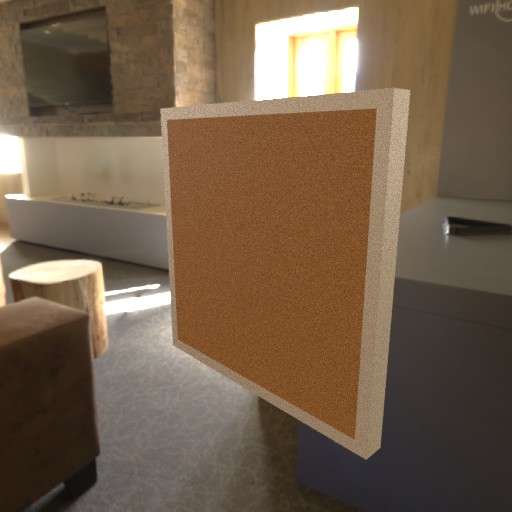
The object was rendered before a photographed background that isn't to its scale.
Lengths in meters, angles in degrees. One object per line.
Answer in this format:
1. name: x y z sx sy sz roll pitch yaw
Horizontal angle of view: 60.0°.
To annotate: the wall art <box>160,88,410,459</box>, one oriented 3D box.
1. wall art: 0.000 0.000 0.770 0.038 0.508 0.507 -14 20 -42
